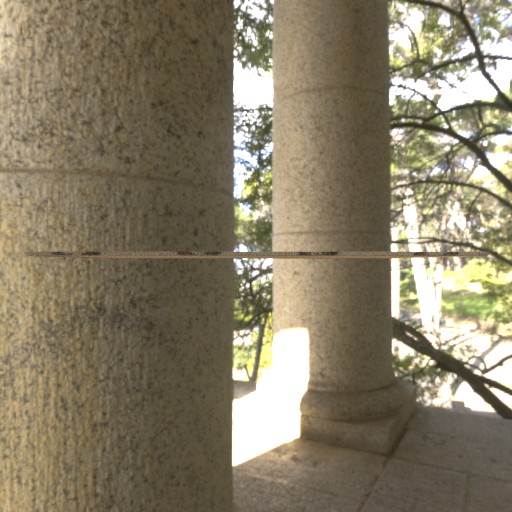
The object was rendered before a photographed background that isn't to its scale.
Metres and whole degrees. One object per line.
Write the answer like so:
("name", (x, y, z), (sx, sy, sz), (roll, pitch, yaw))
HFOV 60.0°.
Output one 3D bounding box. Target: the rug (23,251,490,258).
("rug", (0.000, 0.000, 3.442), (2.701, 0.026, 1.801), (0, -1, -1))
